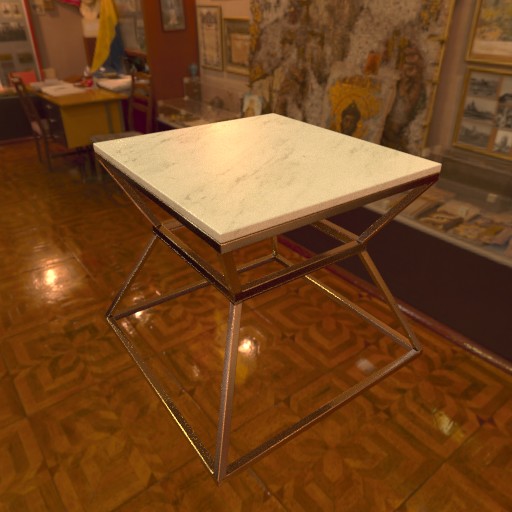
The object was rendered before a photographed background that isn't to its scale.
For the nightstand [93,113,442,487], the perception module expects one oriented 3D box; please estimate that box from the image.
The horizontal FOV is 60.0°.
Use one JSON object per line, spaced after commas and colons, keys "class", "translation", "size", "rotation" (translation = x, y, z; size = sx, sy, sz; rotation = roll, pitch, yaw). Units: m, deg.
{"class": "nightstand", "translation": [0.000, 0.000, 0.898], "size": [0.514, 0.426, 0.513], "rotation": [-20, 36, -30]}
